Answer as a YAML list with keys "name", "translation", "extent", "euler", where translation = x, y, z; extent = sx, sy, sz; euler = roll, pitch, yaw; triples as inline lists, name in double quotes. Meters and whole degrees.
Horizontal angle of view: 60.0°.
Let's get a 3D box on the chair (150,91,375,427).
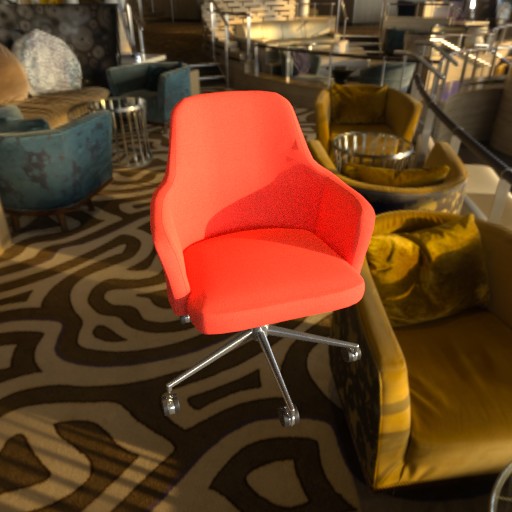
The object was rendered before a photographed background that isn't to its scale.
- name: "chair"
  translation: [0.000, 0.000, 1.290]
  extent: [0.655, 0.820, 0.600]
  euler: [-10, 32, -15]
